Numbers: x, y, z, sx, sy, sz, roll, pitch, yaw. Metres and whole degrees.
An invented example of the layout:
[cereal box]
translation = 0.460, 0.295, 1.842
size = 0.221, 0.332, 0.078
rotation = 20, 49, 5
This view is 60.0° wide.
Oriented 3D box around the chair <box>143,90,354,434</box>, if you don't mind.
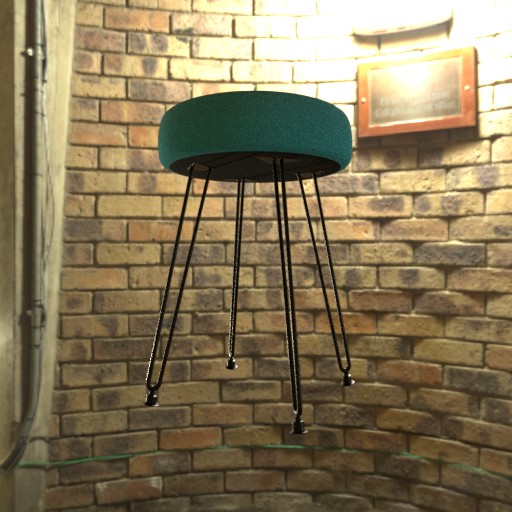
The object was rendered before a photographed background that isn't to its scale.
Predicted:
[chair]
translation = 0.000, 0.000, 0.703
size = 0.350, 0.440, 0.350
rotation = 0, 1, -18
